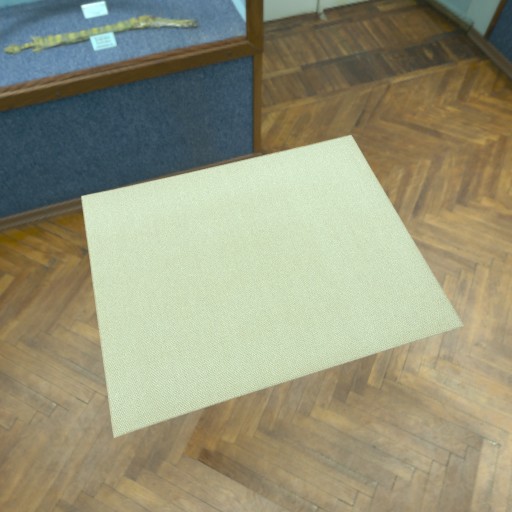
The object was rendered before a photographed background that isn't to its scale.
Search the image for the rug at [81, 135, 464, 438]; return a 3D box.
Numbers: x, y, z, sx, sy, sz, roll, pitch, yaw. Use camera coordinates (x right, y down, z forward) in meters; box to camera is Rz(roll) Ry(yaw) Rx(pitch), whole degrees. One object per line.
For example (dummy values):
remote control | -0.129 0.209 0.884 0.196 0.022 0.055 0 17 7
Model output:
rug | 0.000 0.000 4.220 3.039 0.018 2.462 -15 60 -9
